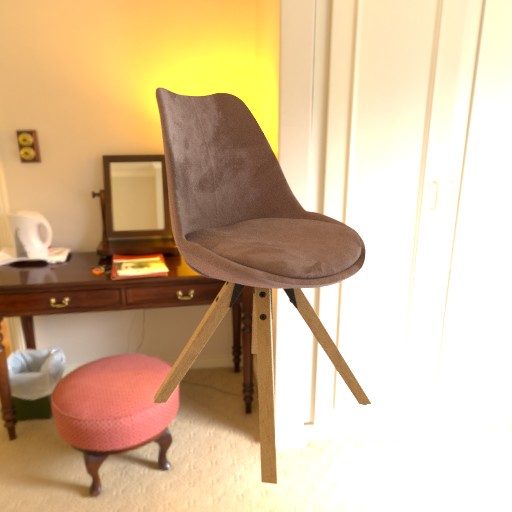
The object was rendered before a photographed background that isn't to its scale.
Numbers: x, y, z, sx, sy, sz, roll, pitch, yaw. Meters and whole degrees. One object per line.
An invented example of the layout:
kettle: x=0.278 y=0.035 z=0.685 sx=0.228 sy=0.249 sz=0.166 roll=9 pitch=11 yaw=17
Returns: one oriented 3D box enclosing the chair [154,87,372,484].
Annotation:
chair: x=0.000 y=0.000 z=1.167 sx=0.550 sy=0.850 sz=0.485 roll=15 pitch=22 yaw=42
